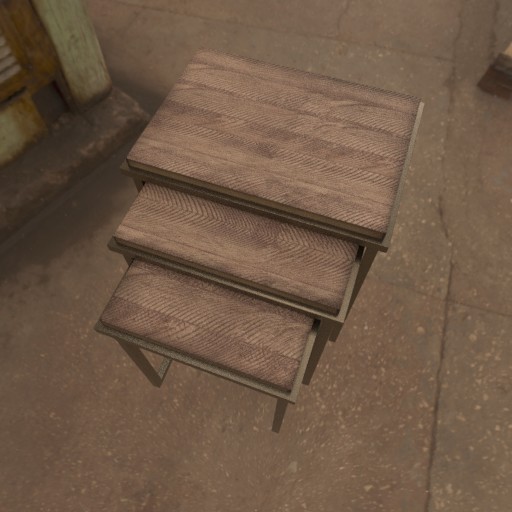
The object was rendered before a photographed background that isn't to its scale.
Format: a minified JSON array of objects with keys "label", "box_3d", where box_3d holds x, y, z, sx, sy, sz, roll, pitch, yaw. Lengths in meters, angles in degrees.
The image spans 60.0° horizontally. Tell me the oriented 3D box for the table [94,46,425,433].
[{"label":"table","box_3d":[0.000,0.000,1.133,0.559,0.610,0.706,17,62,10]}]
